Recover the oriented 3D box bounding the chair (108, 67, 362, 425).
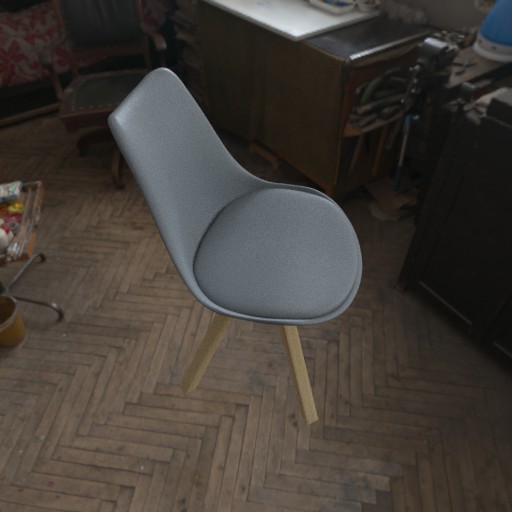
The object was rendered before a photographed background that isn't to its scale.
[{"bbox_3d":[0.000,0.000,1.169,0.549,0.850,0.485,10,48,10],"label":"chair"}]
